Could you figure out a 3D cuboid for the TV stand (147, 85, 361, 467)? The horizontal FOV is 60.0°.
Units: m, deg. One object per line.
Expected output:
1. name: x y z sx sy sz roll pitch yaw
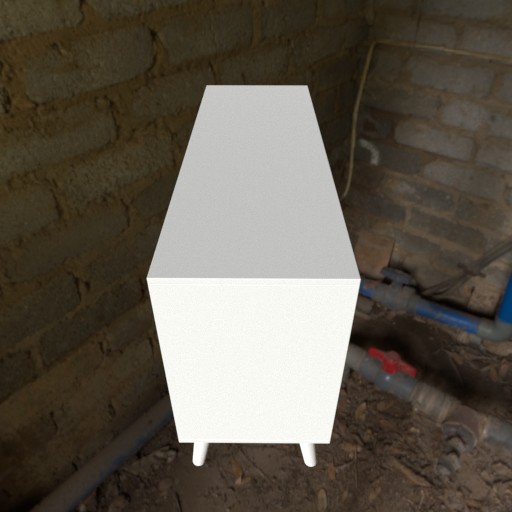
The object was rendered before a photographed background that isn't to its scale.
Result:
1. TV stand: 0.000 0.000 1.558 0.406 0.812 1.193 0 38 0
